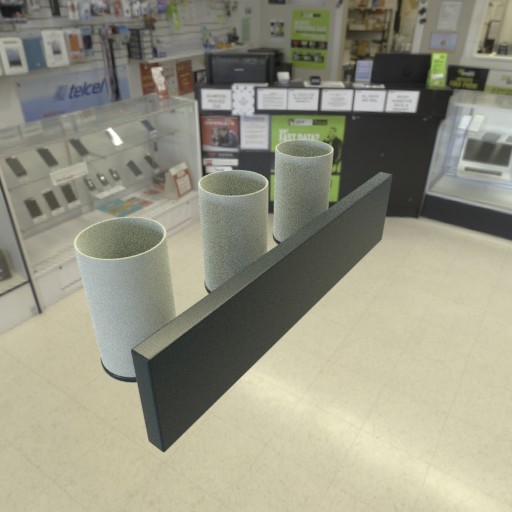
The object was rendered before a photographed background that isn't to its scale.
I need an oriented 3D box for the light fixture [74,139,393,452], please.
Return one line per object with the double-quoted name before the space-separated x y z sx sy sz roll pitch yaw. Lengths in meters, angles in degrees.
"light fixture" 0.000 0.000 0.529 0.145 0.172 0.451 21 37 31
